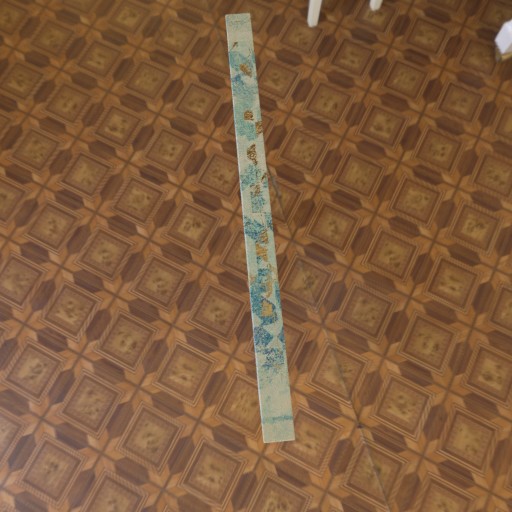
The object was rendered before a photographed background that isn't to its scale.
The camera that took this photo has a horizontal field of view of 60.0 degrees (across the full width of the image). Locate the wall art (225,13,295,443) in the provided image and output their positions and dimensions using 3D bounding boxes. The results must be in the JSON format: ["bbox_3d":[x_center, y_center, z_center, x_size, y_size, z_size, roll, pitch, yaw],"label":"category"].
[{"bbox_3d":[0.000,0.000,0.894,0.040,0.609,0.609,-5,76,-1],"label":"wall art"}]
